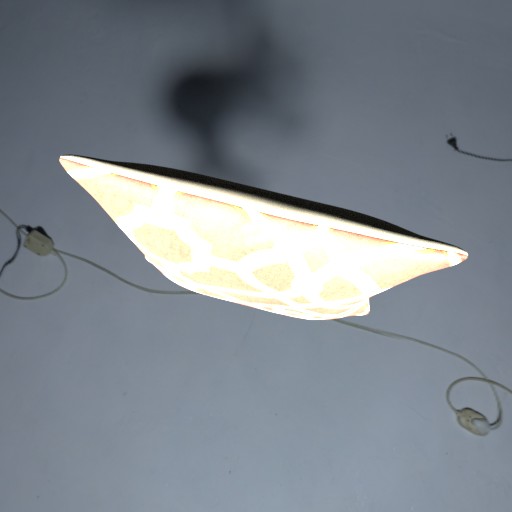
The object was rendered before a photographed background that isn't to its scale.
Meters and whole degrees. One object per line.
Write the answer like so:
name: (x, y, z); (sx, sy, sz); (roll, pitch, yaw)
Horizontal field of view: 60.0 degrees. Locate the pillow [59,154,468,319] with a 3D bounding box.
pillow: (0.000, 0.000, 0.820); (0.552, 0.508, 0.166); (14, 76, 4)
